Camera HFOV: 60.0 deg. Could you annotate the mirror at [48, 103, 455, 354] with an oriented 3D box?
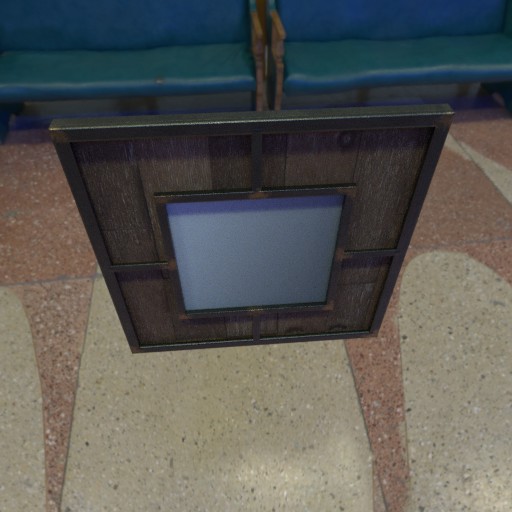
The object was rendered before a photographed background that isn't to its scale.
[{"bbox_3d":[0.000,0.000,0.556,0.382,0.381,0.020,-3,46,-3],"label":"mirror"}]
